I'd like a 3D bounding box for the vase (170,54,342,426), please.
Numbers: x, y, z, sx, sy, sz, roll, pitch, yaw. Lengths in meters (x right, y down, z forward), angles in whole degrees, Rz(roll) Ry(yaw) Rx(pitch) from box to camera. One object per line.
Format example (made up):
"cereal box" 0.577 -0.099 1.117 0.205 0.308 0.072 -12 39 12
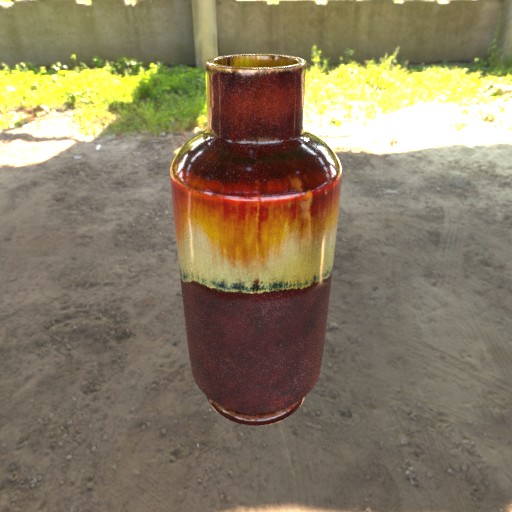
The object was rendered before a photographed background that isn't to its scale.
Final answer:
"vase" 0.000 0.000 0.320 0.111 0.261 0.111 0 32 0
